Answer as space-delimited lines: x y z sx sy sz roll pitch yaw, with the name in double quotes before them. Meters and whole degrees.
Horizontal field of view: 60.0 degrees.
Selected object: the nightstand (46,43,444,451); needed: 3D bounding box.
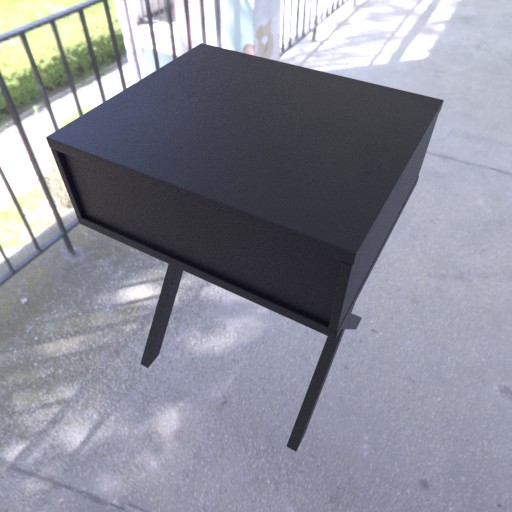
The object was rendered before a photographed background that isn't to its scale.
"nightstand" 0.000 0.000 0.911 0.479 0.623 0.402 22 50 20
